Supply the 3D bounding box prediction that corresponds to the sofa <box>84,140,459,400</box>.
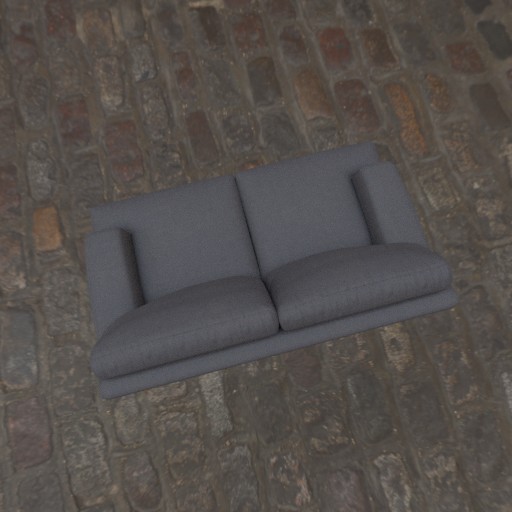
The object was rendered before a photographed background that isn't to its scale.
[{"bbox_3d":[0.000,0.000,2.560,1.880,0.940,1.143,-14,77,-3],"label":"sofa"}]
